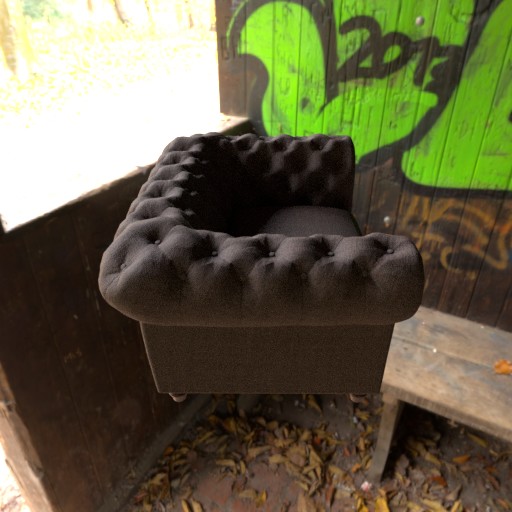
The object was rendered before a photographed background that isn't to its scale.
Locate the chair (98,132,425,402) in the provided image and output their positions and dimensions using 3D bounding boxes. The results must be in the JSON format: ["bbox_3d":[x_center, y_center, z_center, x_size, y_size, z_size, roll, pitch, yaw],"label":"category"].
[{"bbox_3d":[0.000,0.000,1.892,0.945,0.780,1.298,0,32,0],"label":"chair"}]
